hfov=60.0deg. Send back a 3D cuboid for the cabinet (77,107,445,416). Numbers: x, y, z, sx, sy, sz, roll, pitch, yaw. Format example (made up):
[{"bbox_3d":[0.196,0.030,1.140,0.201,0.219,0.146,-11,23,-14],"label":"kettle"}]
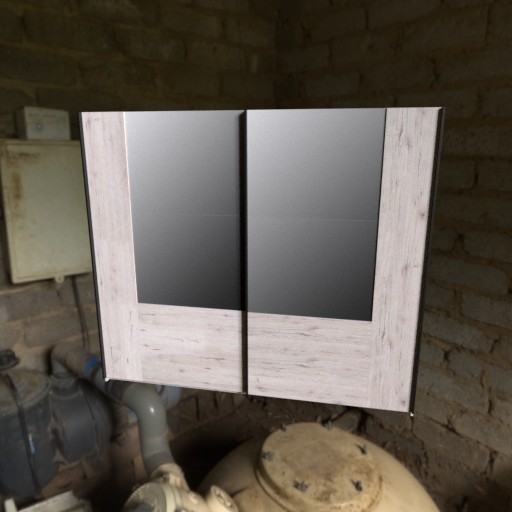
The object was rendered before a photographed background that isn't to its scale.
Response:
[{"bbox_3d":[0.000,0.000,3.537,2.500,2.180,0.660,3,15,11],"label":"cabinet"}]
